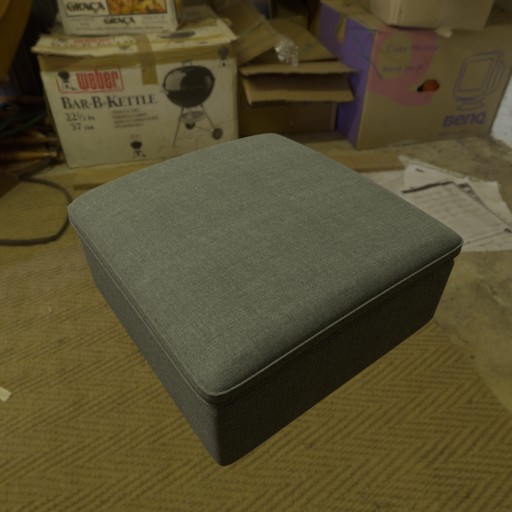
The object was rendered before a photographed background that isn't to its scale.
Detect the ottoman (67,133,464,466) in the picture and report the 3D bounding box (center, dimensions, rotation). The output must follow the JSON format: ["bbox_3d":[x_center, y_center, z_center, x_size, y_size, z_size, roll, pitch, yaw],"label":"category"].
[{"bbox_3d":[0.000,0.000,1.712,1.067,0.559,1.067,-25,46,-27],"label":"ottoman"}]
